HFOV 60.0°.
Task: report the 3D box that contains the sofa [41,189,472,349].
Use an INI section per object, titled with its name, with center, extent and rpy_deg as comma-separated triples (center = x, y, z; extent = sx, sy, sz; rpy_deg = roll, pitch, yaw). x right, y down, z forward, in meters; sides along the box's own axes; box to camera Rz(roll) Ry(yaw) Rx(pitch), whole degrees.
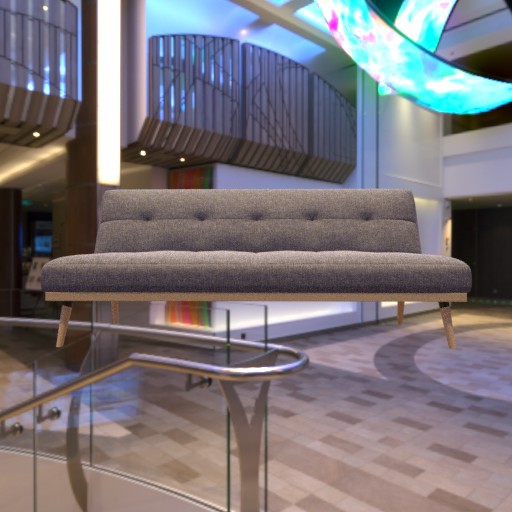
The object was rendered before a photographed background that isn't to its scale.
[sofa]
center = 0.000, 0.000, 2.249
extent = 1.820, 0.770, 0.820
rpy_deg = 0, 0, 1
